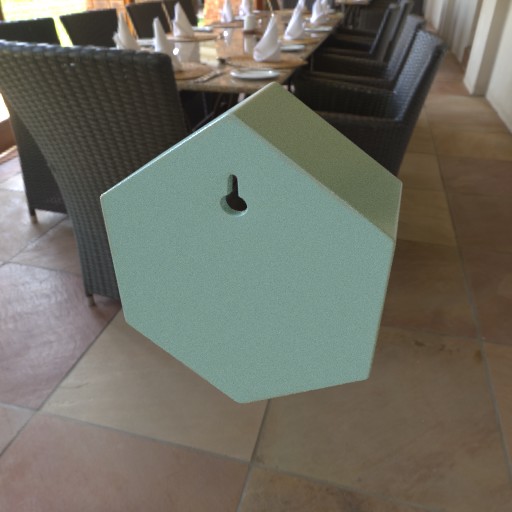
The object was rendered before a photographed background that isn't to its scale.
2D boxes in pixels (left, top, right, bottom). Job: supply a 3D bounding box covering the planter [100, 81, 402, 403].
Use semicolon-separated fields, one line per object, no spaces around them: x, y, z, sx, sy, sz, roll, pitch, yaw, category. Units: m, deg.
0.000;0.000;0.295;0.169;0.207;0.078;10;34;15;planter
